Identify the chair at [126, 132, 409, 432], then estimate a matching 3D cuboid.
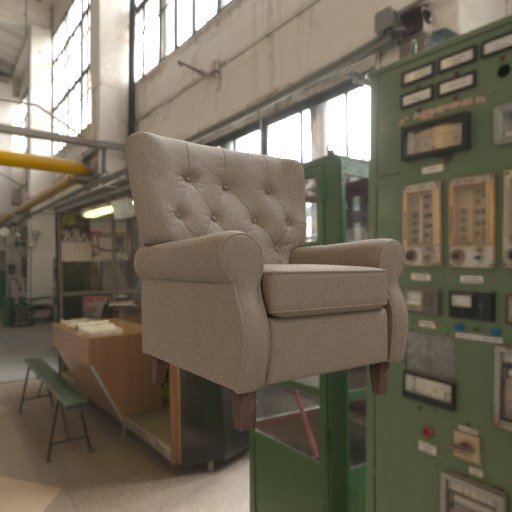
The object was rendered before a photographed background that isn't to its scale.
[{"bbox_3d":[0.000,0.000,1.974,0.999,1.138,1.041,1,-1,-35],"label":"chair"}]
